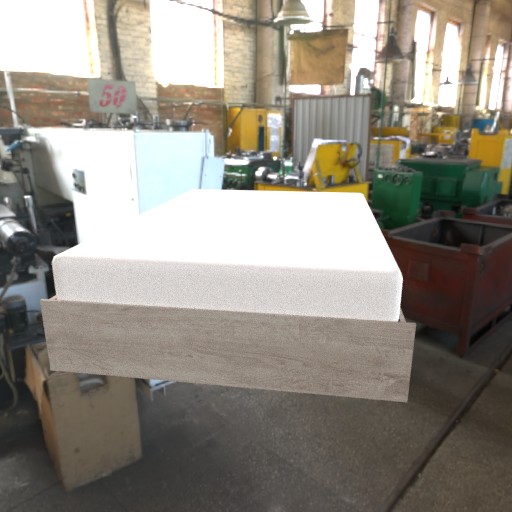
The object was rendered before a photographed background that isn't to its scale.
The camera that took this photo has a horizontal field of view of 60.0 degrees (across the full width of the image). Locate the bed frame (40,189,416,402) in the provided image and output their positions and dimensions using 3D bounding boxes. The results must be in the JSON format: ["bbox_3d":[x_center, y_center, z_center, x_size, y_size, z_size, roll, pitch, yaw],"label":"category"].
[{"bbox_3d":[0.000,0.000,2.606,1.445,0.497,1.945,3,17,9],"label":"bed frame"}]
